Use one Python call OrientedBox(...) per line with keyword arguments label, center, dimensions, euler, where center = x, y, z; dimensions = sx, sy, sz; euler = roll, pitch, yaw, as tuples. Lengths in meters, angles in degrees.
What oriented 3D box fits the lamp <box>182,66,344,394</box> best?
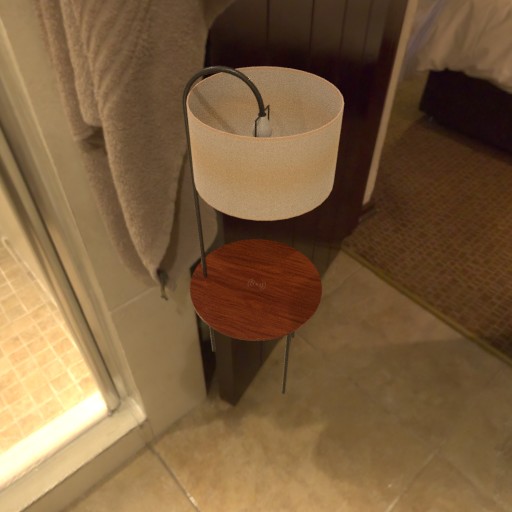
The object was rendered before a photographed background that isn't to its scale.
OrientedBox(label="lamp", center=(0.000, 0.000, 1.810), dimensions=(0.573, 1.517, 0.573), euler=(0, 45, 0))
